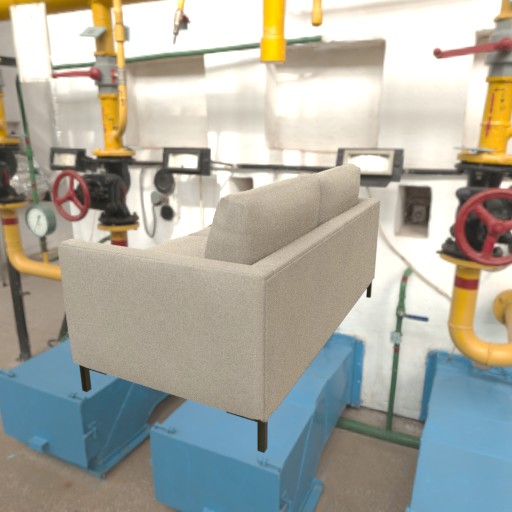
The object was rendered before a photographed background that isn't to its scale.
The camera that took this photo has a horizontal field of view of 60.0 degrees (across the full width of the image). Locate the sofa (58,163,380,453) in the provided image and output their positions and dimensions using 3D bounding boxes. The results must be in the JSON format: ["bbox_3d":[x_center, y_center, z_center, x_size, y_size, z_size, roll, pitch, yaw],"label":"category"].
[{"bbox_3d":[0.000,0.000,2.213,0.875,0.840,1.682,8,17,25],"label":"sofa"}]
